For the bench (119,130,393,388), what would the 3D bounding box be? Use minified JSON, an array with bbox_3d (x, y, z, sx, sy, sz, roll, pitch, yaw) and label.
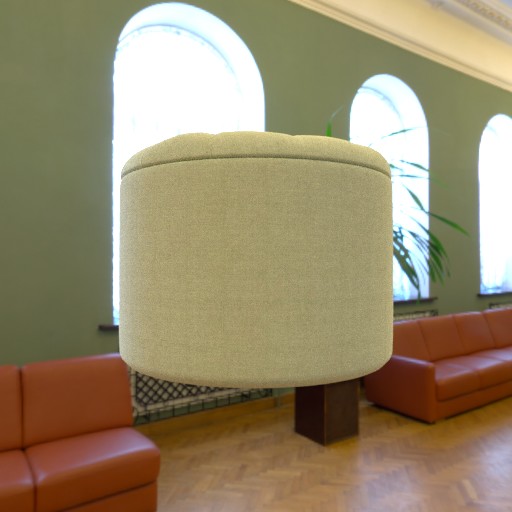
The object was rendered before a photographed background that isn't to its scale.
[{"bbox_3d":[0.000,0.000,1.014,0.600,0.453,0.600,0,-1,0],"label":"bench"}]
